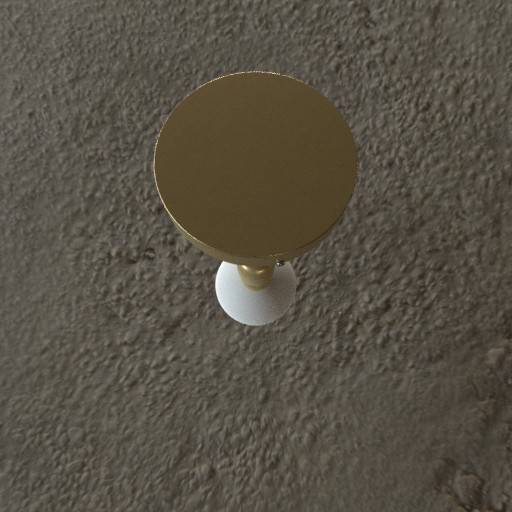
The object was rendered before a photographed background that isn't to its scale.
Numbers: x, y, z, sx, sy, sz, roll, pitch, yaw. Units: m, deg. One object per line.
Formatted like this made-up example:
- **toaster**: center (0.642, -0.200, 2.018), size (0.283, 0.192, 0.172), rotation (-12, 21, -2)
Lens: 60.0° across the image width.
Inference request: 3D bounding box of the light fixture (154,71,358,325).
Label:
- **light fixture**: center (0.000, 0.000, 0.556), size (0.147, 0.510, 0.146), rotation (-13, 75, -4)
